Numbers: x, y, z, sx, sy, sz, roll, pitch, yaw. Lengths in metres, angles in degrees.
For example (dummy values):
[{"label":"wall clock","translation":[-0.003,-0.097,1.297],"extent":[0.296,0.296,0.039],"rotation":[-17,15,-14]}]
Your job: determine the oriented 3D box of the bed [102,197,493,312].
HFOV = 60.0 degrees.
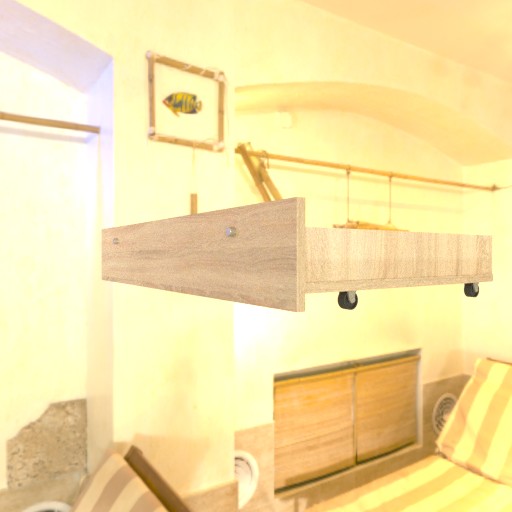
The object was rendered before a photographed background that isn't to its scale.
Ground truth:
[{"label":"bed","translation":[0.000,0.000,1.446],"extent":[0.685,0.209,1.200],"rotation":[0,0,-35]}]
